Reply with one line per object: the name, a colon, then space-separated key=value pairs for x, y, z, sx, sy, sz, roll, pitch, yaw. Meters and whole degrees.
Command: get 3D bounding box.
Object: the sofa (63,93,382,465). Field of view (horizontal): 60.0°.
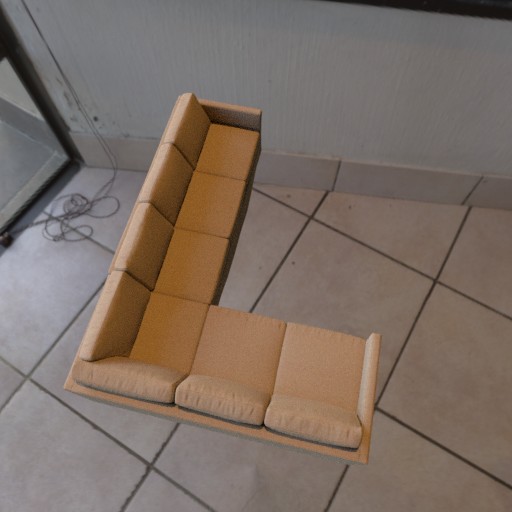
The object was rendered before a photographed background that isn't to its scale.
sofa: x=0.000 y=0.000 z=4.248 sx=2.432 sy=0.871 sz=3.182 roll=12 pitch=65 yaw=5
